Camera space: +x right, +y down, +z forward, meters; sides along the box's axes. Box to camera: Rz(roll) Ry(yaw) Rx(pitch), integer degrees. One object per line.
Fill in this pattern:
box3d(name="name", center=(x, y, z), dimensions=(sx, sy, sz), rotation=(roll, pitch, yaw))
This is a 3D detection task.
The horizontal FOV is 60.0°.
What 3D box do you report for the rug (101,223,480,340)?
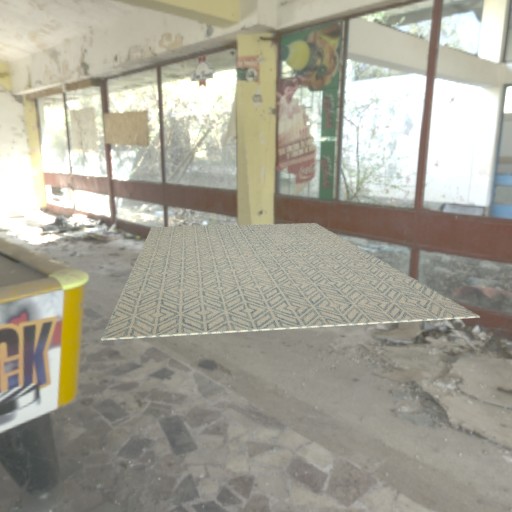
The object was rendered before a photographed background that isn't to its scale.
box3d(name="rug", center=(0.000, 0.000, 2.916), dimensions=(1.526, 0.008, 2.441), rotation=(-2, 14, -8))
